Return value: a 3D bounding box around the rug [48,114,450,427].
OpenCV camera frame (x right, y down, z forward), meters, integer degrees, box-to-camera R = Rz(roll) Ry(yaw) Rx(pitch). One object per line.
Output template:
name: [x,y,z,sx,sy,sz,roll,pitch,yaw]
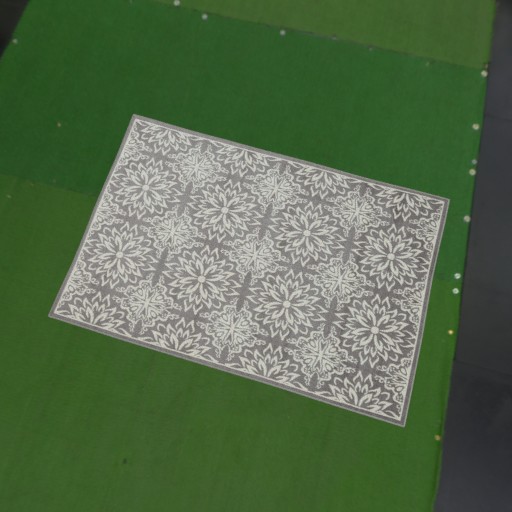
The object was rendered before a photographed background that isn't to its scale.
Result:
rug: [0.000,0.000,2.339,1.847,0.012,1.224,16,75,4]
